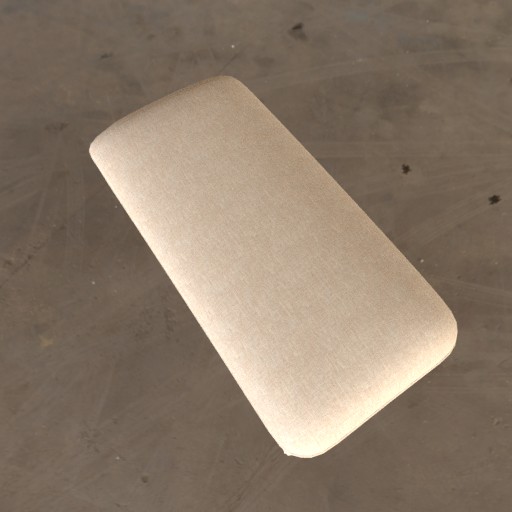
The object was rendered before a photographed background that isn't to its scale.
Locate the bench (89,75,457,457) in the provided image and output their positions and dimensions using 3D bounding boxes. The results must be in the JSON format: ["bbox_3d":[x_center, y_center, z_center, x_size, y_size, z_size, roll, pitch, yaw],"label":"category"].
[{"bbox_3d":[0.000,0.000,1.230,0.483,0.483,0.991,-32,68,-14],"label":"bench"}]
